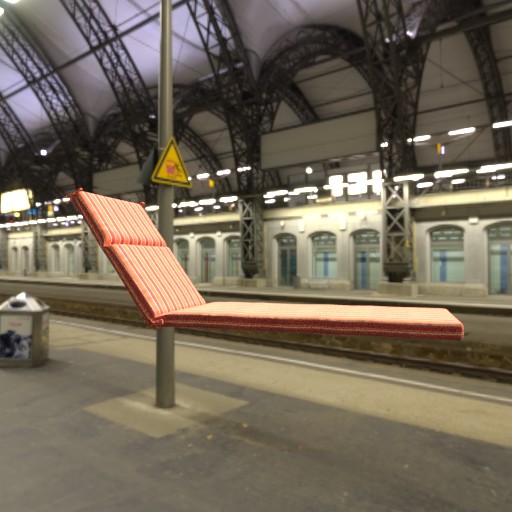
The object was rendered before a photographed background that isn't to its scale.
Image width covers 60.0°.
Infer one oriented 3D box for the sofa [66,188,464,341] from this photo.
[{"bbox_3d":[0.000,0.000,2.017,1.663,0.622,0.582,0,-1,18],"label":"sofa"}]
